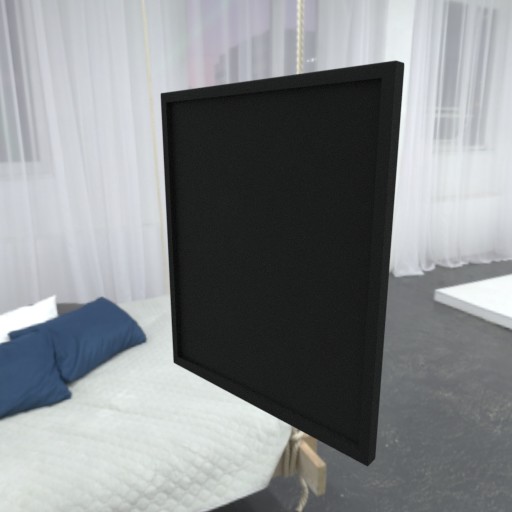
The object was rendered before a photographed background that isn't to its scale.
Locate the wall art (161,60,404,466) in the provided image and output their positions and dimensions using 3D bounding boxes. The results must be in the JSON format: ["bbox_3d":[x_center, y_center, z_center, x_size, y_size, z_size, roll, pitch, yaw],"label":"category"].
[{"bbox_3d":[0.000,0.000,0.686,0.432,0.508,0.021,13,19,42],"label":"wall art"}]
